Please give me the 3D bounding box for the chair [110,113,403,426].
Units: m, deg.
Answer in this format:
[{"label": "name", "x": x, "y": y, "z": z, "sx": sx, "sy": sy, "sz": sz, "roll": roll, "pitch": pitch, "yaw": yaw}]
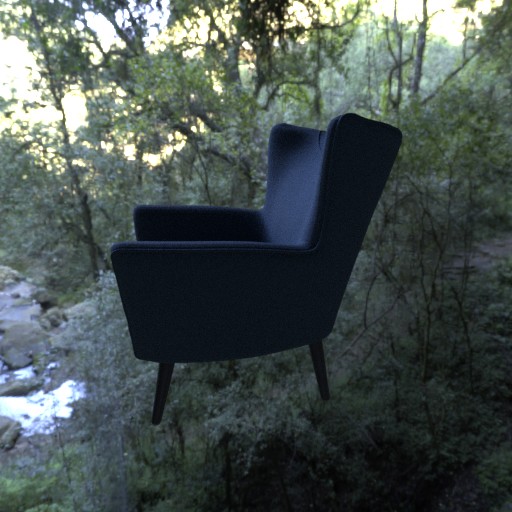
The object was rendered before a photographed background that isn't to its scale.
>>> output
[{"label": "chair", "x": 0.000, "y": 0.000, "z": 1.574, "sx": 0.888, "sy": 0.933, "sz": 0.781, "roll": -3, "pitch": 15, "yaw": -10}]
